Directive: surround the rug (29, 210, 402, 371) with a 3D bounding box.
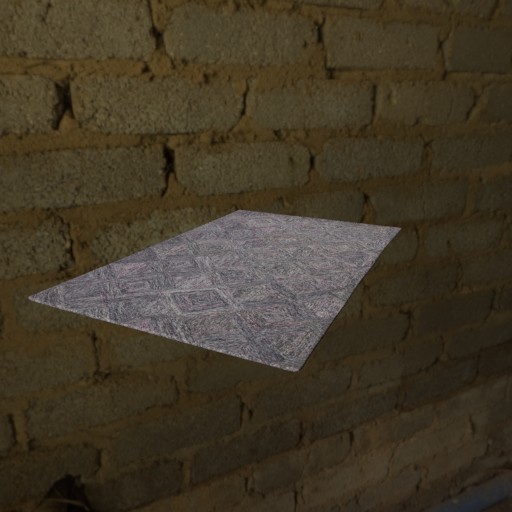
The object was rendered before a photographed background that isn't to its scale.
[{"bbox_3d":[0.000,0.000,2.249,1.158,0.013,1.752,9,21,25],"label":"rug"}]
